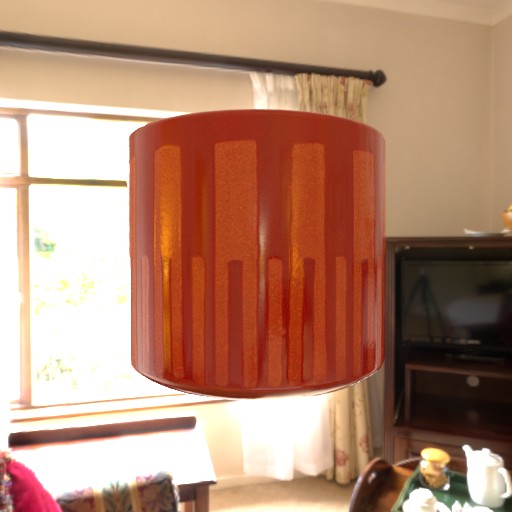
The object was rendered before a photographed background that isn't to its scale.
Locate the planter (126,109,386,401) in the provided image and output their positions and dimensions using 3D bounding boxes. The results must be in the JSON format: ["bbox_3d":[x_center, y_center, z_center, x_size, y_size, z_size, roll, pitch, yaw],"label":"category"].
[{"bbox_3d":[0.000,0.000,0.410,0.230,0.202,0.230,0,1,0],"label":"planter"}]
